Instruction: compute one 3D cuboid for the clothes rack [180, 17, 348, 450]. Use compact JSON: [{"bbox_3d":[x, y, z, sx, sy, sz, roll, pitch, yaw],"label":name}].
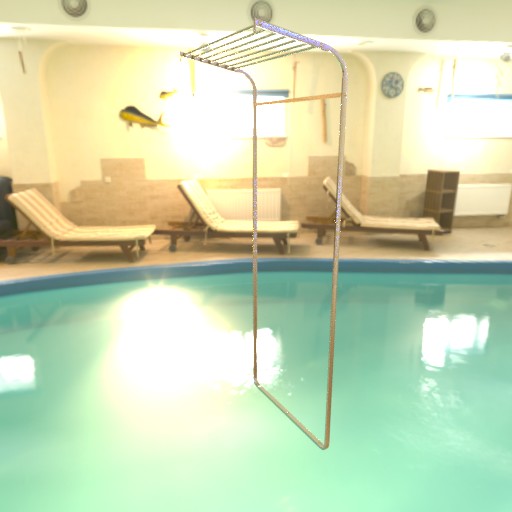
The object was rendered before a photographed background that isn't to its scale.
[{"bbox_3d":[0.000,0.000,1.783,0.349,1.574,0.609,-9,18,-28],"label":"clothes rack"}]
